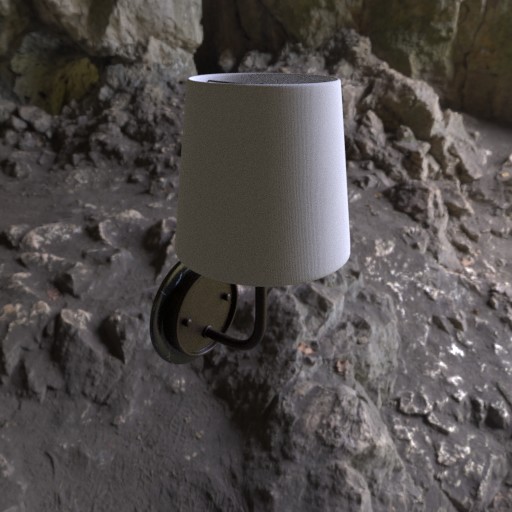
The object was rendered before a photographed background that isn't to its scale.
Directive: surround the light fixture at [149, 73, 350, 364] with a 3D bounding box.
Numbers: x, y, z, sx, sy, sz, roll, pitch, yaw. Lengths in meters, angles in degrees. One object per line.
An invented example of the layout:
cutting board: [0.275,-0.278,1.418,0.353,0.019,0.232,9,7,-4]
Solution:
light fixture: [0.000,0.000,0.450,0.188,0.337,0.168,18,31,32]
